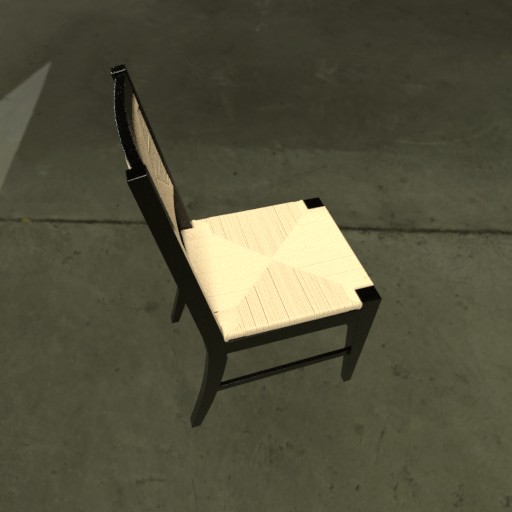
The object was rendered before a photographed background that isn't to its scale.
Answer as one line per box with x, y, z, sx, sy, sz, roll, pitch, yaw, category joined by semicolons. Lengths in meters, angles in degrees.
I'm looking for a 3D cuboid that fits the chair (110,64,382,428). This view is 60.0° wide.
0.000;0.000;1.210;0.552;0.927;0.437;-12;47;-11;chair
